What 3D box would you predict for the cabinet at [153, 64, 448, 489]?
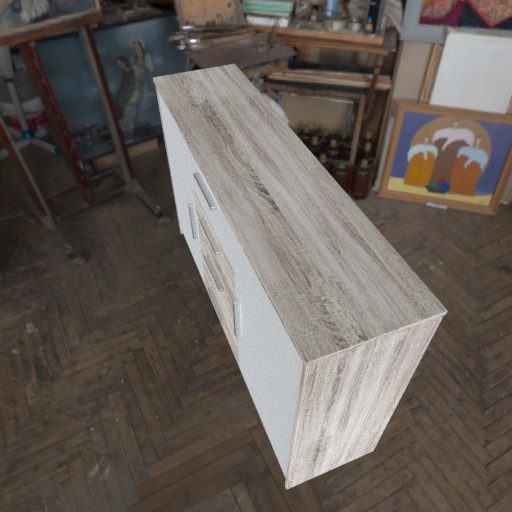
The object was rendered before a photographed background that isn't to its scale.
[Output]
[{"bbox_3d":[0.000,0.000,1.772,0.380,0.900,1.450,-16,49,-15],"label":"cabinet"}]
